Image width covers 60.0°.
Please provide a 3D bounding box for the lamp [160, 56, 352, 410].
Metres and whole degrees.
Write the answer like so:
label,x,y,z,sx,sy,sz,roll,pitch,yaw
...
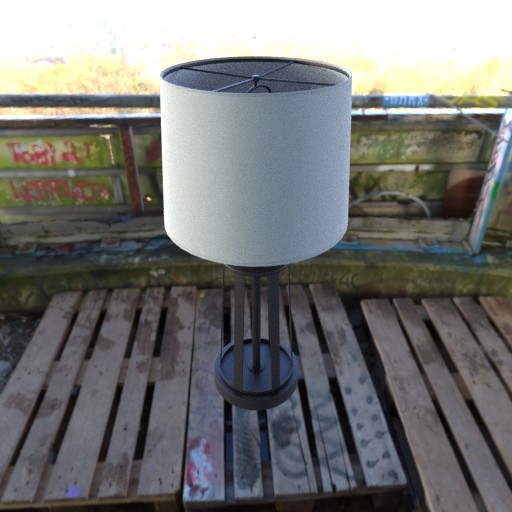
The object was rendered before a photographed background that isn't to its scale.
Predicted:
label,x,y,z,sx,sy,sz,roll,pitch,yaw
lamp,0.000,0.000,0.652,0.251,0.509,0.251,0,33,0
